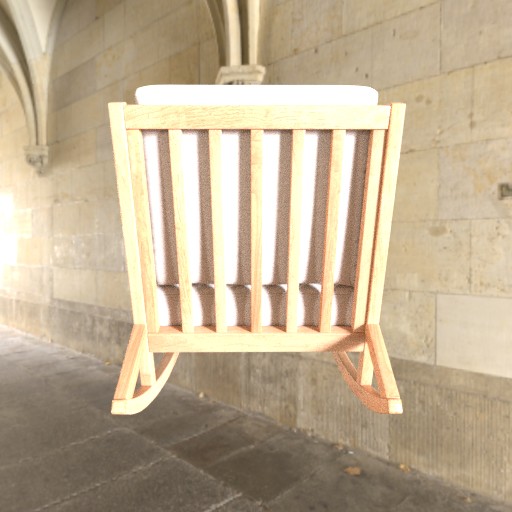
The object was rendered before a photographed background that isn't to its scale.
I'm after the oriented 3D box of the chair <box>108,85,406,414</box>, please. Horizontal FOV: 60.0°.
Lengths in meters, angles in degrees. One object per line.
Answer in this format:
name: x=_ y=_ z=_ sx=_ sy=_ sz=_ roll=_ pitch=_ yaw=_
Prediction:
chair: x=0.000 y=0.000 z=1.355 sx=0.622 sy=0.790 sz=0.857 roll=0 pitch=1 yaw=0
